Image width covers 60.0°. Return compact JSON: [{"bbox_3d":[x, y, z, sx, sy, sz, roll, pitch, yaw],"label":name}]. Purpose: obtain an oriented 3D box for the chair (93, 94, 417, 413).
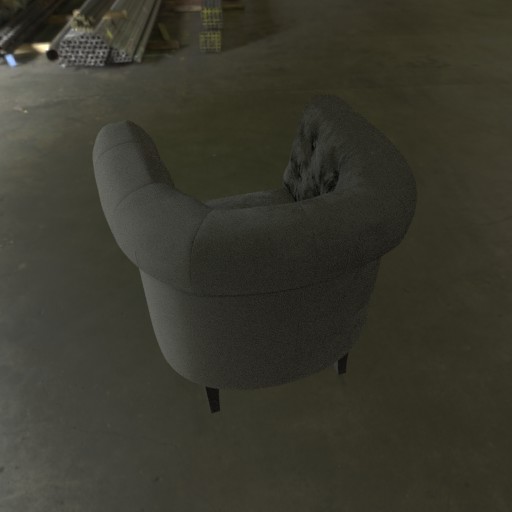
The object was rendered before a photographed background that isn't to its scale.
[{"bbox_3d":[0.000,0.000,1.516,0.904,0.826,0.851,-12,42,-14],"label":"chair"}]
